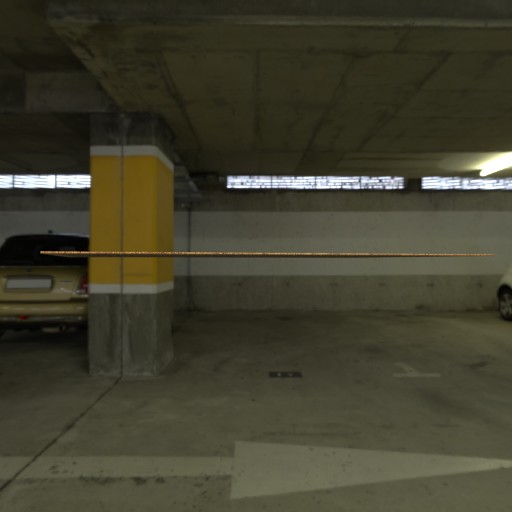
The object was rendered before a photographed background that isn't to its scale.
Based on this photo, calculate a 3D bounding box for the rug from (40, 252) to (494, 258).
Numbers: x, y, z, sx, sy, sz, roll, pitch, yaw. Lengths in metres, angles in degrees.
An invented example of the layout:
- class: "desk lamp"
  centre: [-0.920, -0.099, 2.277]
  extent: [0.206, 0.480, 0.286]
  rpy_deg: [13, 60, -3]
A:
- class: "rug"
  centre: [0.000, 0.000, 2.133]
  extent: [1.747, 0.006, 1.143]
  rpy_deg: [0, -1, -19]
